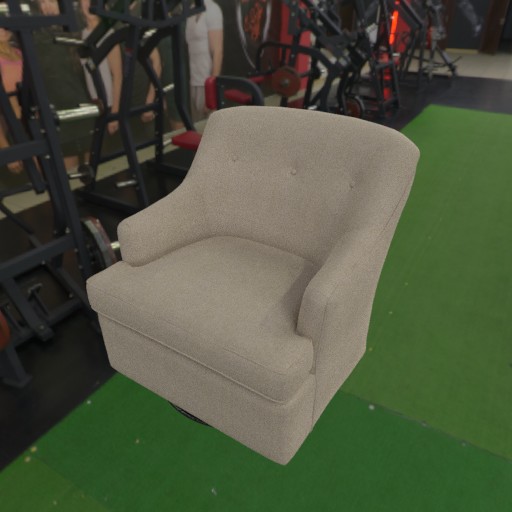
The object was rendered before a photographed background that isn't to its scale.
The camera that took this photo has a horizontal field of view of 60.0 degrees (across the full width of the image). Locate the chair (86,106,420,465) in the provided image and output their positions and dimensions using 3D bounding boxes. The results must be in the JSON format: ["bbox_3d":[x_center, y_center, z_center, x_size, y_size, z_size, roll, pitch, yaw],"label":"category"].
[{"bbox_3d":[0.000,0.000,1.594,0.864,0.856,0.923,19,36,28],"label":"chair"}]
